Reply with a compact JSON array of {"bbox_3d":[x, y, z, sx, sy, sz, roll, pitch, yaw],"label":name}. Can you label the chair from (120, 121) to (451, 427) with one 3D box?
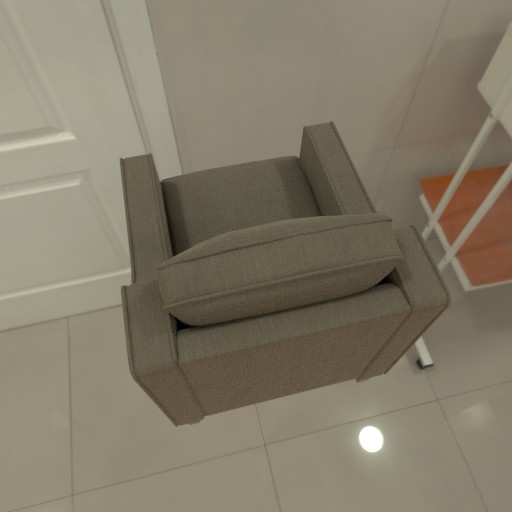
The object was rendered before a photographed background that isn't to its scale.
[{"bbox_3d":[0.000,0.000,1.609,0.831,0.960,0.909,-12,60,-7],"label":"chair"}]
